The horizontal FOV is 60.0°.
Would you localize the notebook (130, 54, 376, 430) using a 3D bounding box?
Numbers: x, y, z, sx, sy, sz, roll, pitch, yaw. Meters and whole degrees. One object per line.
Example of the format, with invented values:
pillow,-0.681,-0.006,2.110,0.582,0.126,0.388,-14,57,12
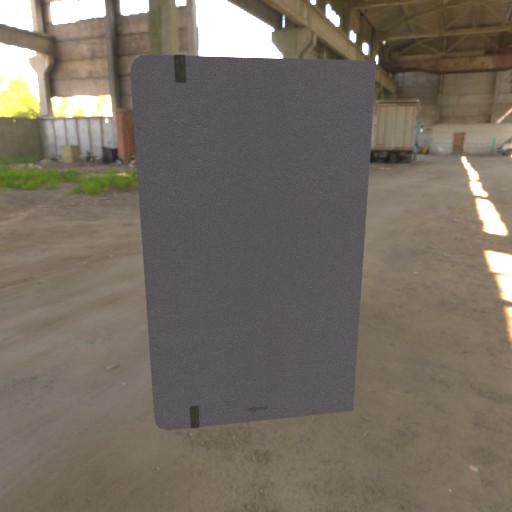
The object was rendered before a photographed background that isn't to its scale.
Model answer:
notebook,0.000,0.000,0.259,0.127,0.213,0.016,-3,16,-9
